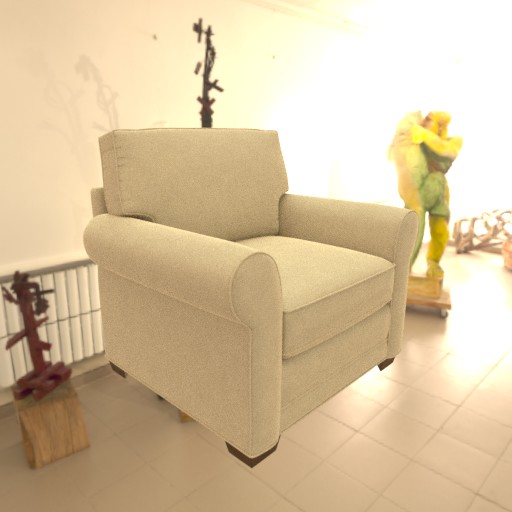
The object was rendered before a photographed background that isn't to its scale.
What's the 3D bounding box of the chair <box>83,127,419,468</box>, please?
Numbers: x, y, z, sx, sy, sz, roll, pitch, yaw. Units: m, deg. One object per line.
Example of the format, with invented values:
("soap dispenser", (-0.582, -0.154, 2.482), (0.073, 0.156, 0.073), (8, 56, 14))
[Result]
("chair", (0.000, 0.000, 1.713), (0.863, 0.955, 1.040), (14, 21, 42))
